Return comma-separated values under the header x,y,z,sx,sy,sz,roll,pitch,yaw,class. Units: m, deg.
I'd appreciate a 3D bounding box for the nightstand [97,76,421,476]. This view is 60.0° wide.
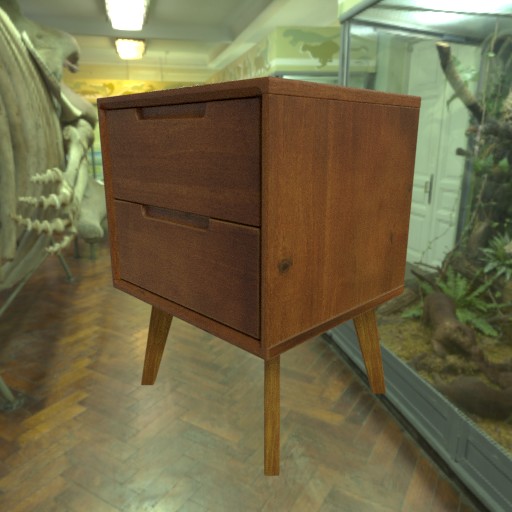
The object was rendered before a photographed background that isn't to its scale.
x,y,z,sx,sy,sz,roll,pitch,yaw,class
0.000,0.000,0.915,0.411,0.618,0.460,-14,21,-43,nightstand
